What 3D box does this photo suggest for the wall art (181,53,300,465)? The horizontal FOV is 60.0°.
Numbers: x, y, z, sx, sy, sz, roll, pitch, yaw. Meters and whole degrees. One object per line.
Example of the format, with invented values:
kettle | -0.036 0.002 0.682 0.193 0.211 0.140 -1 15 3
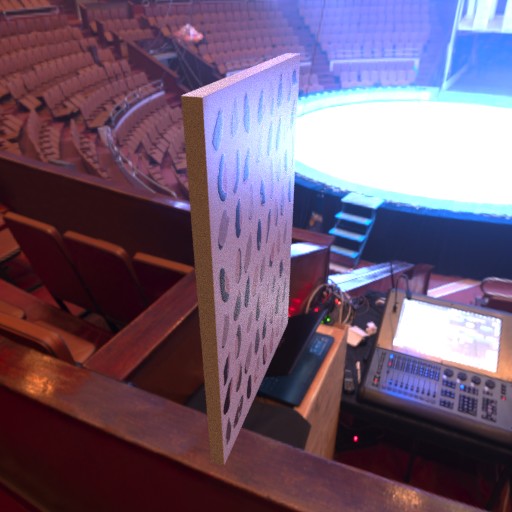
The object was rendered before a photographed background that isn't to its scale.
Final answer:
wall art | 0.000 0.000 1.168 0.037 0.916 0.610 10 32 16
